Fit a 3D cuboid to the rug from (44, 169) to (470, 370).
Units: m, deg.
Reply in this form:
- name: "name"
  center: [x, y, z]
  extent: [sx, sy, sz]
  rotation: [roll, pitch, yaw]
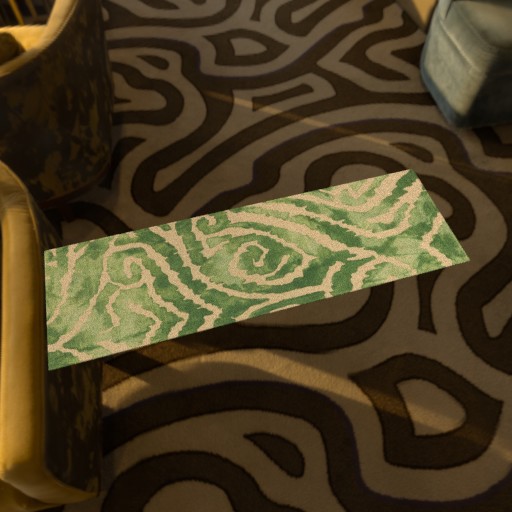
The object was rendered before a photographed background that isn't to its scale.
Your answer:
- name: "rug"
  center: [0.000, 0.000, 2.658]
  extent: [2.438, 0.006, 0.761]
  rotation: [-14, 59, -8]
